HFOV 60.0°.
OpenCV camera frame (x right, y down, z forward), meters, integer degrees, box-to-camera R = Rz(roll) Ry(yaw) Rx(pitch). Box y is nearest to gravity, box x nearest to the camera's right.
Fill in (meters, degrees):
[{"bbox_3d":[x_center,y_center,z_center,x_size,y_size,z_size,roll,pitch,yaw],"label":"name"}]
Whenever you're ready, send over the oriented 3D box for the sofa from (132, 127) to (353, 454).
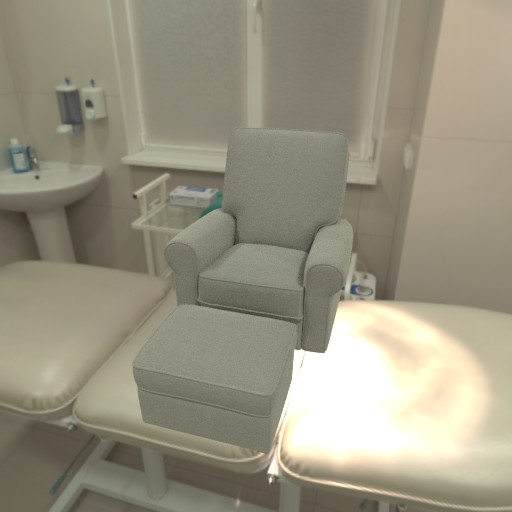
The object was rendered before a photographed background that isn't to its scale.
[{"bbox_3d":[0.000,0.000,2.133,0.880,0.959,1.478,8,29,14],"label":"sofa"}]
